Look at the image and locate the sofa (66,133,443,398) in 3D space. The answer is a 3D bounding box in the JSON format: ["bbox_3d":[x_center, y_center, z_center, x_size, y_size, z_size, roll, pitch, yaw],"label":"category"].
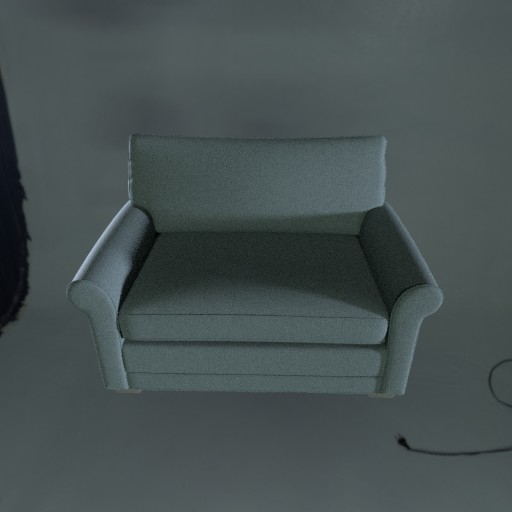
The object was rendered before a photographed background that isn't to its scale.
[{"bbox_3d":[0.000,0.000,2.066,1.410,0.953,0.940,1,30,1],"label":"sofa"}]
